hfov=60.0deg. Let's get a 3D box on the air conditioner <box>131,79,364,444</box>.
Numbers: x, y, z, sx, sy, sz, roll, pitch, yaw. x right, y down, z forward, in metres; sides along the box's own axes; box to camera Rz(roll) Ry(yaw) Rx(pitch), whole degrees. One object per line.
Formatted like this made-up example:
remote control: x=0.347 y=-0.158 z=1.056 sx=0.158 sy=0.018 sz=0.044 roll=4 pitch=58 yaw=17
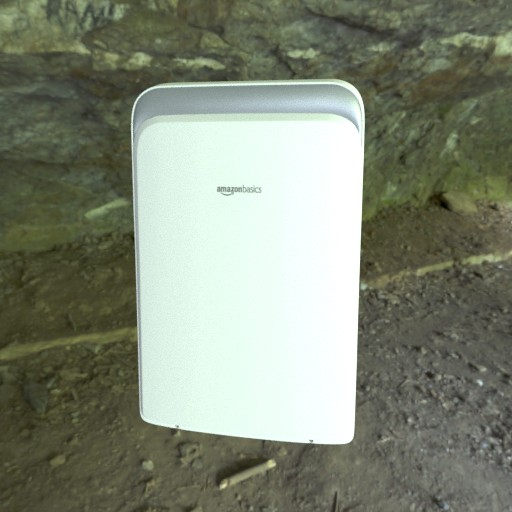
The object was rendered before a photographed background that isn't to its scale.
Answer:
air conditioner: x=0.000 y=0.000 z=0.945 sx=0.454 sy=0.700 sz=0.365 roll=2 pitch=14 yaw=10
